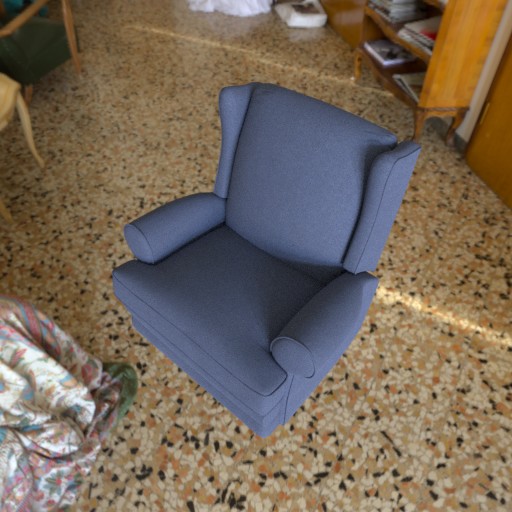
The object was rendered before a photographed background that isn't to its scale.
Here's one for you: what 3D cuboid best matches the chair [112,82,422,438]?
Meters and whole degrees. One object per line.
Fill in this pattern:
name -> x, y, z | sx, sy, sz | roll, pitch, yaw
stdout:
chair -> 0.000, 0.000, 1.759 | 0.971, 1.020, 0.877 | 32, 54, 27
